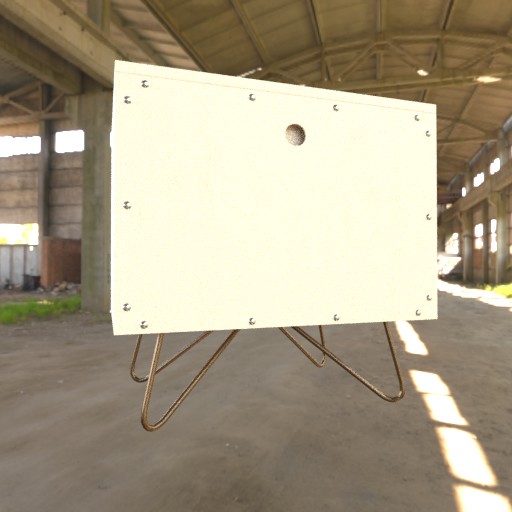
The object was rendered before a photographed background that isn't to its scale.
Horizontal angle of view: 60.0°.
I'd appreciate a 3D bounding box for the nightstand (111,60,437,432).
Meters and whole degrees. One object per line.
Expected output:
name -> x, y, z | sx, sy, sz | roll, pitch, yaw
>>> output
nightstand -> 0.000, 0.000, 0.994 | 0.614, 0.604, 0.447 | 0, -1, -19
